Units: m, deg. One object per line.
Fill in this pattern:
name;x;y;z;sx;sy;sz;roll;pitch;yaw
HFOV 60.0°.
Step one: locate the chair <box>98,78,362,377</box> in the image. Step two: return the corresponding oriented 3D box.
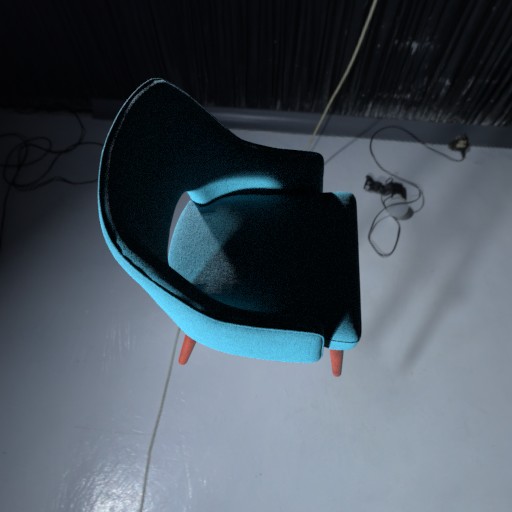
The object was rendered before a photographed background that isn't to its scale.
chair;0.000;0.000;1.215;0.605;0.849;0.548;3;64;2
